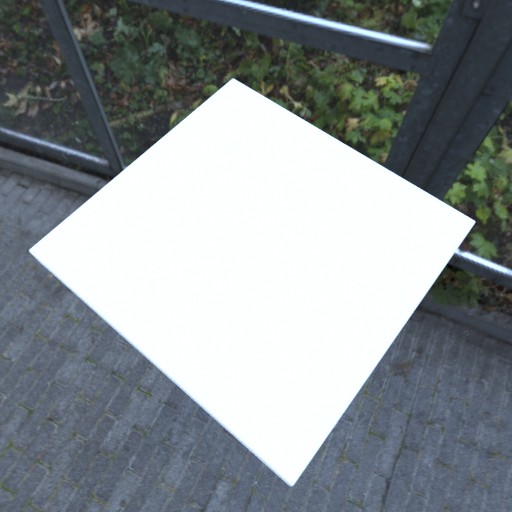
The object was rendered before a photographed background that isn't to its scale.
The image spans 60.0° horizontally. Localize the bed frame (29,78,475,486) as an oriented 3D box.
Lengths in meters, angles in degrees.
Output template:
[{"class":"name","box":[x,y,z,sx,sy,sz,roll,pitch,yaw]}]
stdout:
[{"class":"bed frame","box":[0.000,0.000,3.013,2.032,0.559,1.930,36,68,17]}]
